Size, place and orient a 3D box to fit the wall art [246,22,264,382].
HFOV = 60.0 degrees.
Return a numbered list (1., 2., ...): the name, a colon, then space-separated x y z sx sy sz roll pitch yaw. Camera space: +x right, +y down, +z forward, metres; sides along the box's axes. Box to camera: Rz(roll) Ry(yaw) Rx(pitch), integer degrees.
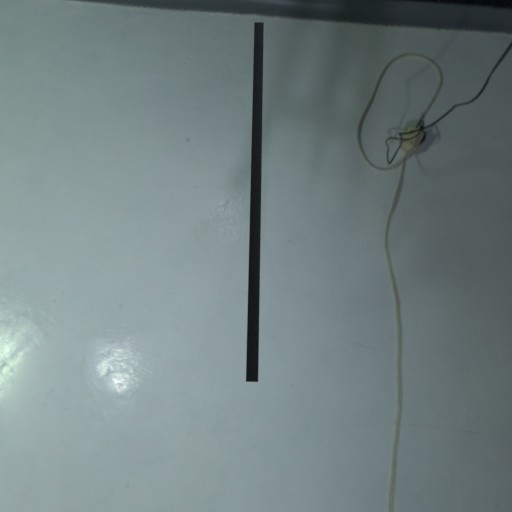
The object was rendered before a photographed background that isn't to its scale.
1. wall art: 0.000 0.000 0.840 0.013 0.657 0.457 1 74 0
